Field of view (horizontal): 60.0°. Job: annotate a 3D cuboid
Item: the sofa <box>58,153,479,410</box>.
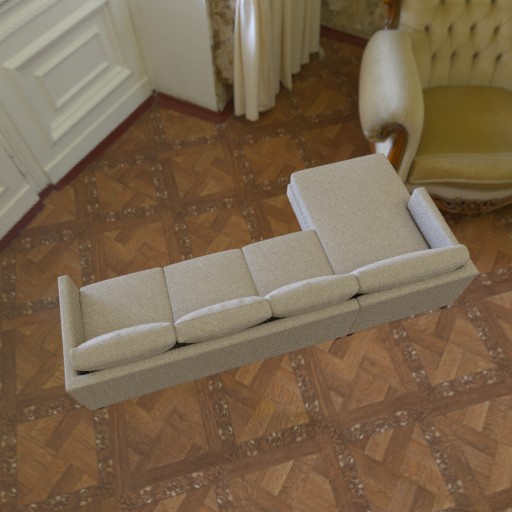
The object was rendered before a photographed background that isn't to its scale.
[{"bbox_3d":[0.000,0.000,3.837,3.186,0.846,1.625,-14,60,-9],"label":"sofa"}]
